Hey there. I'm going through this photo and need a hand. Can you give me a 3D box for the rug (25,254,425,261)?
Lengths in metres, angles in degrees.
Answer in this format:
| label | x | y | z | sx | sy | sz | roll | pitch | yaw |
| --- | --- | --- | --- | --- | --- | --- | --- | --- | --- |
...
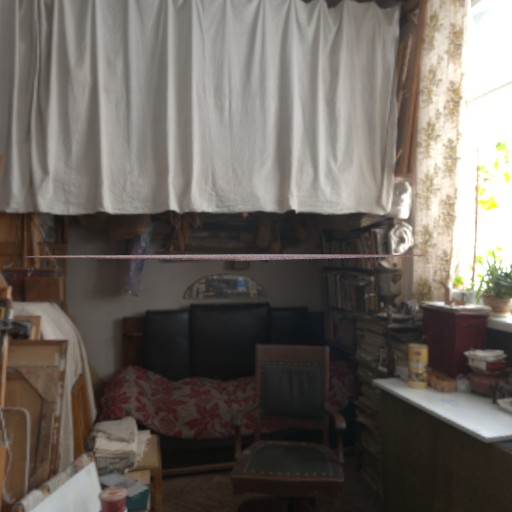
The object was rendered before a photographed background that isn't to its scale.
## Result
| label | x | y | z | sx | sy | sz | roll | pitch | yaw |
| --- | --- | --- | --- | --- | --- | --- | --- | --- | --- |
| rug | 0.000 | 0.000 | 2.334 | 1.219 | 0.006 | 1.829 | 0 | 1 | 37 |
